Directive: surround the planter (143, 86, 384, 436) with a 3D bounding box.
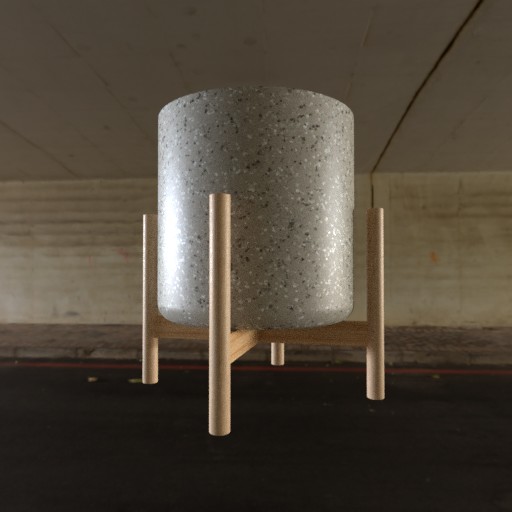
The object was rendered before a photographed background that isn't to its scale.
[{"bbox_3d":[0.000,0.000,0.700,0.360,0.419,0.360,-1,-1,36],"label":"planter"}]
